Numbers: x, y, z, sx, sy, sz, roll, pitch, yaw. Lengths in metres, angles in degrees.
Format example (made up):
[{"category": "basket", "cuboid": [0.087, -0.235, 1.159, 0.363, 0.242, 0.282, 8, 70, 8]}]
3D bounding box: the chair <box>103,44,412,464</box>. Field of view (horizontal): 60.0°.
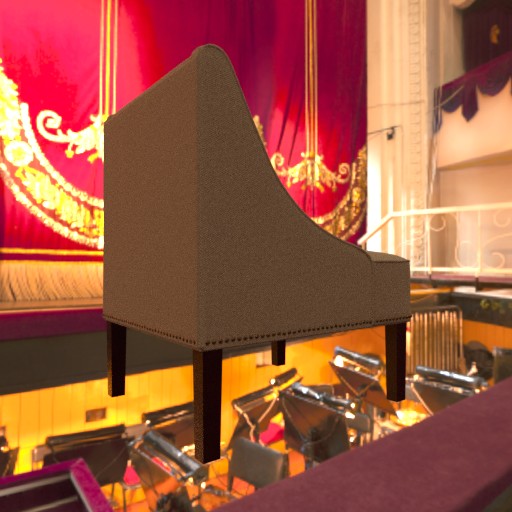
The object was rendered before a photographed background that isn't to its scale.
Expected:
[{"category": "chair", "cuboid": [0.000, 0.000, 1.360, 0.748, 0.872, 0.628, 0, 0, -37]}]
